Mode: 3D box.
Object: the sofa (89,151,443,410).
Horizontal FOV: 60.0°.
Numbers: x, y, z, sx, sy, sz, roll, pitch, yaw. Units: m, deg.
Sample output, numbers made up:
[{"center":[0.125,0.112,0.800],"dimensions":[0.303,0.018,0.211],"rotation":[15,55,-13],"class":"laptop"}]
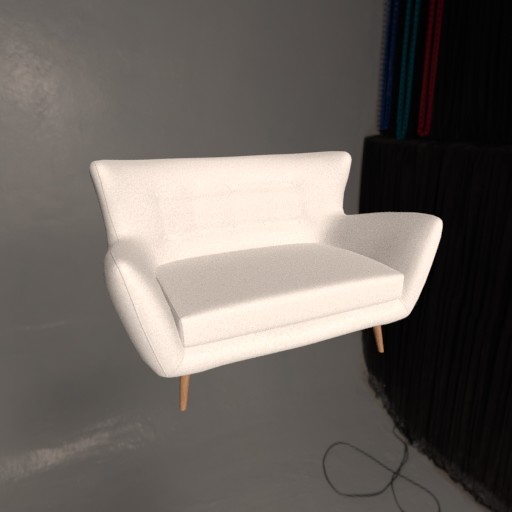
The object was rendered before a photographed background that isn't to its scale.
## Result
[{"center":[0.000,0.000,2.046],"dimensions":[1.424,0.878,0.921],"rotation":[-8,19,-25],"class":"sofa"}]
